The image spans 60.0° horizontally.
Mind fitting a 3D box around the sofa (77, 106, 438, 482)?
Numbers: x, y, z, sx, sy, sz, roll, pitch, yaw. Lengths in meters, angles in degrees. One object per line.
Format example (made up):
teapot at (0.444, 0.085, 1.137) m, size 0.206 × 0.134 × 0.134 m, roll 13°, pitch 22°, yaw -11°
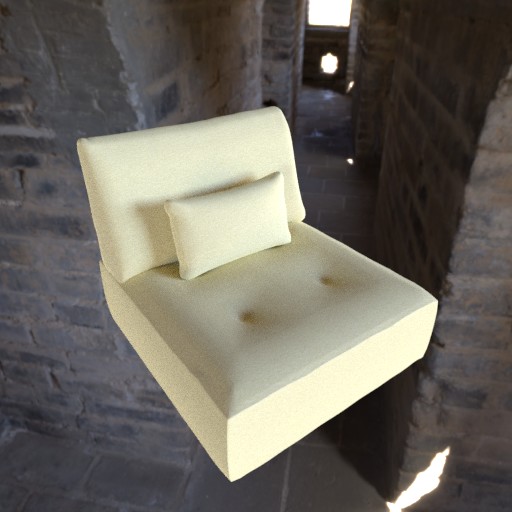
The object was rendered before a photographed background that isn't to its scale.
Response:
sofa at (0.000, 0.000, 1.662) m, size 0.930 × 0.820 × 1.000 m, roll -20°, pitch 37°, yaw -30°
